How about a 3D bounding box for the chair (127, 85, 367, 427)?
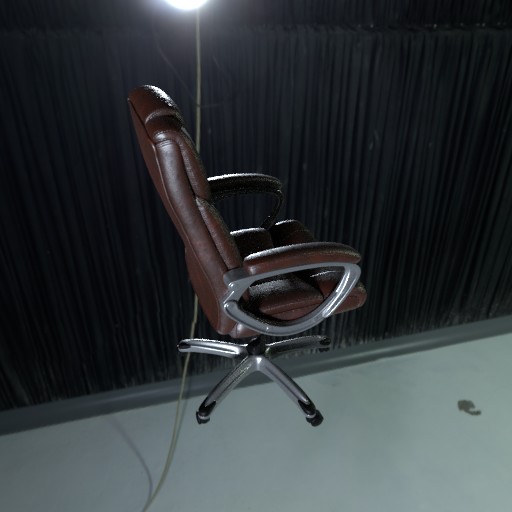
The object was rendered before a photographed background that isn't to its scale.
[{"bbox_3d":[0.000,0.000,1.546,0.692,1.128,0.656,-11,33,-17],"label":"chair"}]
